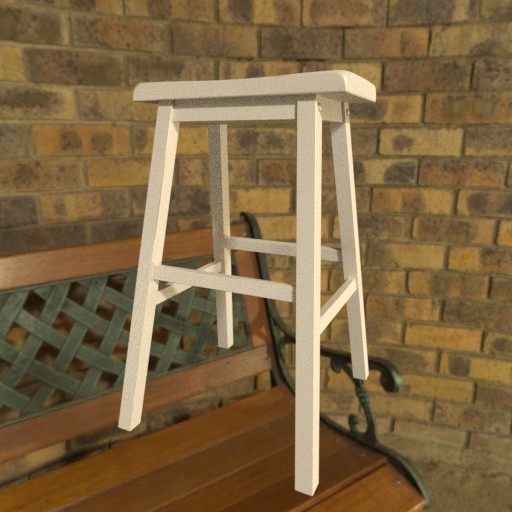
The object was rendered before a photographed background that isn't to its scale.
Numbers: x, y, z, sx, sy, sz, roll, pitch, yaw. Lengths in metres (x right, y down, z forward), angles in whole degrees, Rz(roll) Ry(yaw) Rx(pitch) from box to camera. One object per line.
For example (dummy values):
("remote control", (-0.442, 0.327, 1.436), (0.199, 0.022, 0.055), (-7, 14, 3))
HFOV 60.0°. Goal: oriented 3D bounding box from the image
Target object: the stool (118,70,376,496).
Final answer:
("stool", (0.000, 0.000, 1.011), (0.457, 0.737, 0.476), (7, 16, 25))
